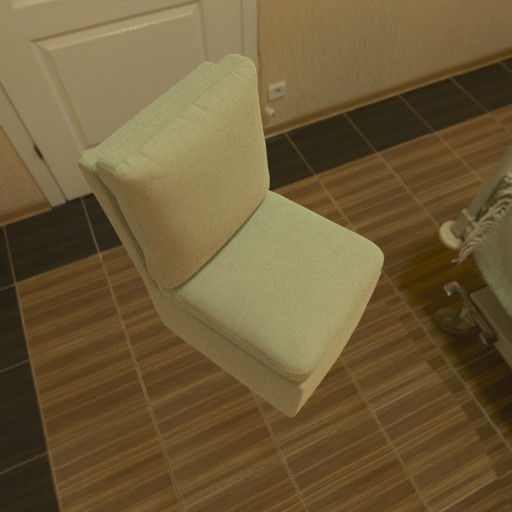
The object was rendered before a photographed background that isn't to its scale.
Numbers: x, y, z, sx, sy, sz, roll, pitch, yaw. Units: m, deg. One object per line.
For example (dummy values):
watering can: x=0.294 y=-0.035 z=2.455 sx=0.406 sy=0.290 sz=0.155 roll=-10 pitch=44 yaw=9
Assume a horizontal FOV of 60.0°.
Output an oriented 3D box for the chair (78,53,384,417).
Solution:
chair: x=0.000 y=0.000 z=1.347 sx=0.698 sy=0.927 sz=0.503 roll=32 pitch=63 yaw=18
